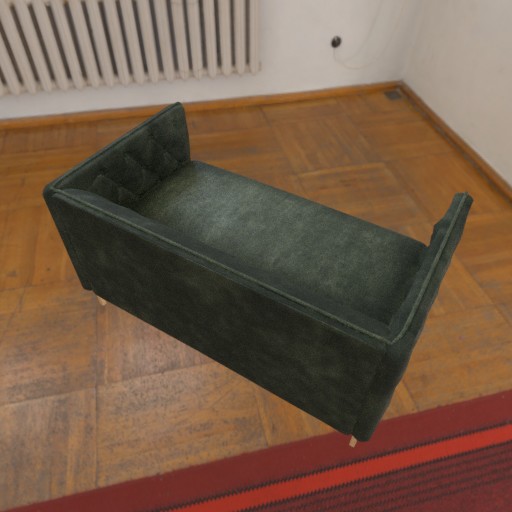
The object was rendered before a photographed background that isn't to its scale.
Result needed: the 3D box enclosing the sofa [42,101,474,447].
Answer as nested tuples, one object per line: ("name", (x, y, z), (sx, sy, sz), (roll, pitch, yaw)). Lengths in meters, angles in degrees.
("sofa", (0.000, 0.000, 2.028), (1.537, 0.768, 0.895), (24, 50, 21))
